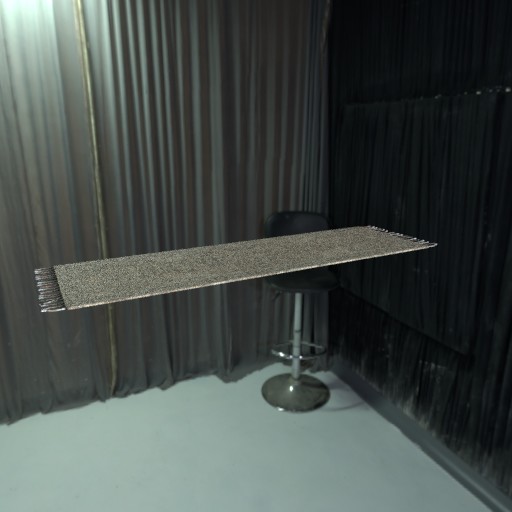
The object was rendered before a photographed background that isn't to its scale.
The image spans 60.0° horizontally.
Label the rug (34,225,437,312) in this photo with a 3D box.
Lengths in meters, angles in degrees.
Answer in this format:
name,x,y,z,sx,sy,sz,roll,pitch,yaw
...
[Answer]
name,x,y,z,sx,sy,sz,roll,pitch,yaw
rug,0.000,0.000,2.978,2.664,0.011,0.762,-8,18,-27
